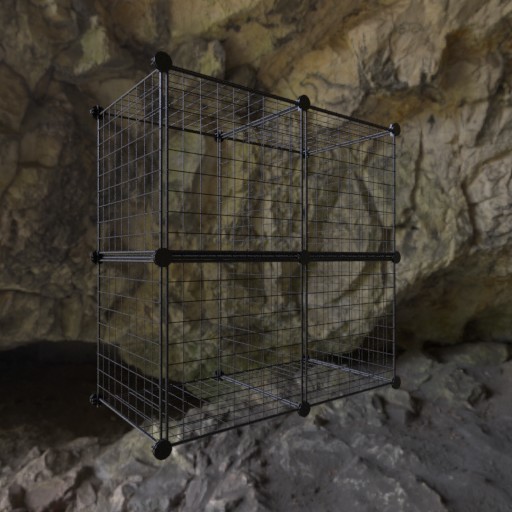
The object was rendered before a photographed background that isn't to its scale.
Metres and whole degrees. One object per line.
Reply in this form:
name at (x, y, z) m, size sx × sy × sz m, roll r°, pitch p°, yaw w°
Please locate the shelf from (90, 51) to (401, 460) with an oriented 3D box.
shelf at (0.000, 0.000, 1.119) m, size 0.711 × 0.711 × 0.356 m, roll 0°, pitch 0°, yaw -37°
